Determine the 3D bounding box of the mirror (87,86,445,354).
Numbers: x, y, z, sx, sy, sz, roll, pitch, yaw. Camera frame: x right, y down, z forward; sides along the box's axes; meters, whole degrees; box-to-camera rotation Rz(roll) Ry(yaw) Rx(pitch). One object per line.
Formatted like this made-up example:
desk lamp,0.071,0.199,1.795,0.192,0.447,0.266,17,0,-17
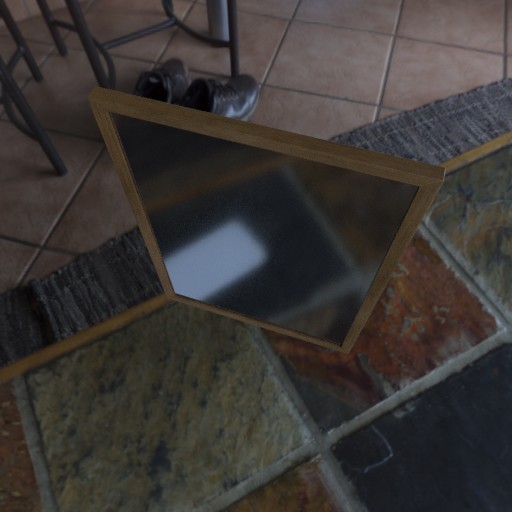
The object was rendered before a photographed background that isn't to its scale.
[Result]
mirror,0.000,0.000,1.347,0.762,1.016,0.040,16,60,9
